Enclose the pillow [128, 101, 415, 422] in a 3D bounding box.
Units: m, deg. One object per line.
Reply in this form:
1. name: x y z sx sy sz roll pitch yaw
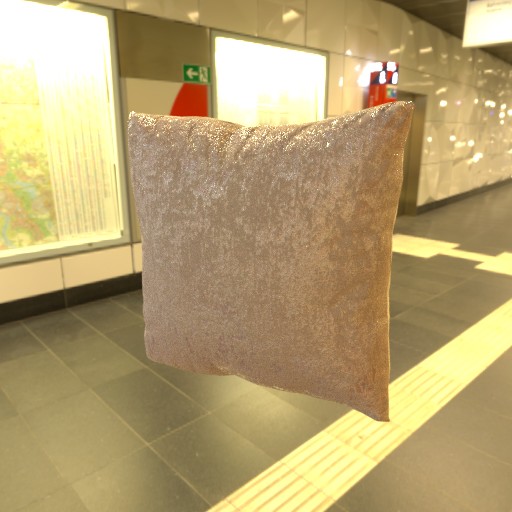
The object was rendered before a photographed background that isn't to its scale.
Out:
1. pillow: 0.000 0.000 0.698 0.450 0.448 0.245 8 17 26
